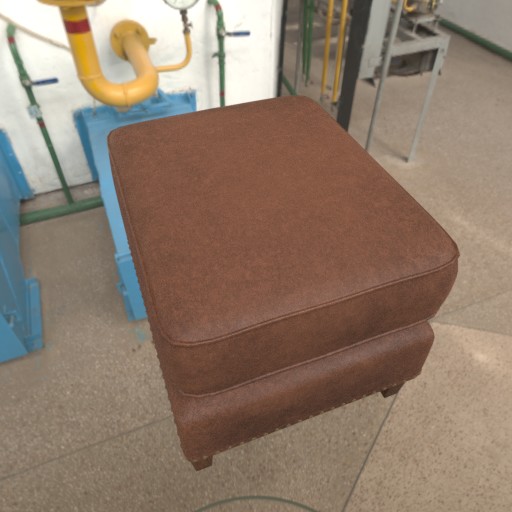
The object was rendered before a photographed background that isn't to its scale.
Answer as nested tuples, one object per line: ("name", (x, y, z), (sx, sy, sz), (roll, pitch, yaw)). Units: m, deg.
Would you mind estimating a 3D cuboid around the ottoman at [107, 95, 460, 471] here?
("ottoman", (0.000, 0.000, 1.105), (0.589, 0.537, 0.738), (-15, 48, -14))
